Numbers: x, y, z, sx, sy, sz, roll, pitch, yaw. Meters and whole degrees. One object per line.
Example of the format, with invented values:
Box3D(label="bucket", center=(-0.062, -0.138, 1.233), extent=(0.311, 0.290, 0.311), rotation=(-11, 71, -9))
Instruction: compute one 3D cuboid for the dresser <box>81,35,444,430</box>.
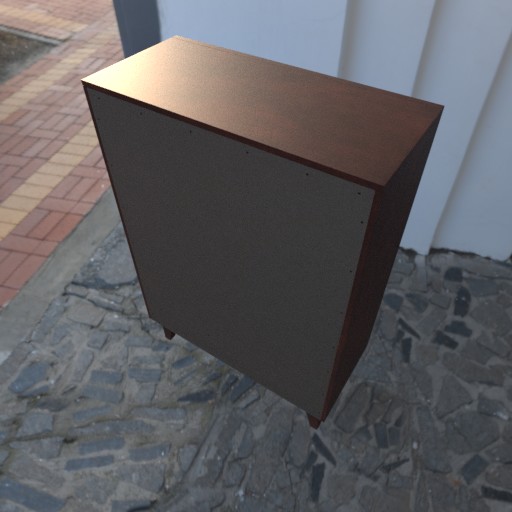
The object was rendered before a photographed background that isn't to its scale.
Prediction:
Box3D(label="dresser", center=(0.000, 0.000, 1.966), extent=(1.072, 1.514, 0.506), rotation=(25, 51, 23))
